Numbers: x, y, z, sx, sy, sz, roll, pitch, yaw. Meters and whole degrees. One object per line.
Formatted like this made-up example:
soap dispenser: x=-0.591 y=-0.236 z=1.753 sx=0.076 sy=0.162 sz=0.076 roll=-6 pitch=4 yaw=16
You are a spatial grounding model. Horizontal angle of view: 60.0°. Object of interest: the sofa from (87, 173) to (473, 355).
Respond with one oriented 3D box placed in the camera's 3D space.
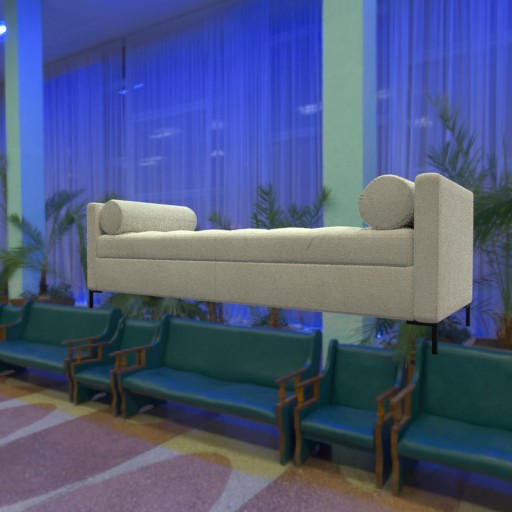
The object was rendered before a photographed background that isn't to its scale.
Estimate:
sofa: x=0.000 y=0.000 z=2.340 sx=1.981 sy=0.635 sz=0.686 roll=1 pitch=2 yaw=35
